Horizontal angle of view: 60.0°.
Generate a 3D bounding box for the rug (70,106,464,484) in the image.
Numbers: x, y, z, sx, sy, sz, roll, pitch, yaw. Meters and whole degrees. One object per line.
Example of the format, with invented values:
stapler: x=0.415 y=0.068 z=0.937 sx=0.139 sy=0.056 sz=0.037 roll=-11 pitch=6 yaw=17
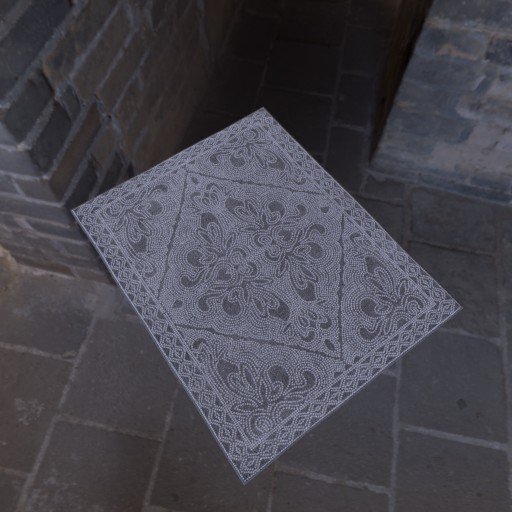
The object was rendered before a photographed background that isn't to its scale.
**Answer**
rug: x=0.000 y=0.000 z=4.215 sx=2.438 sy=0.012 sz=3.048 roll=-32 pitch=67 yaw=-15
